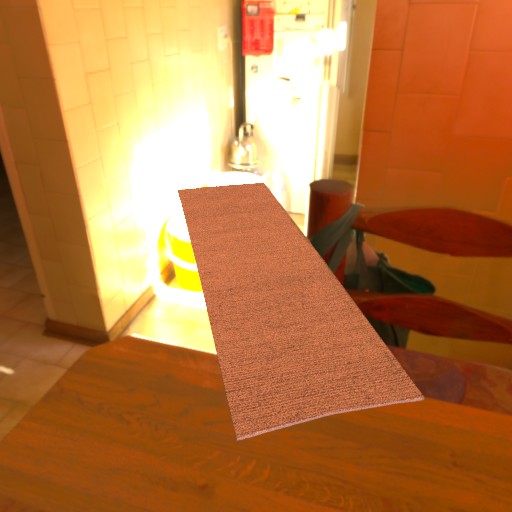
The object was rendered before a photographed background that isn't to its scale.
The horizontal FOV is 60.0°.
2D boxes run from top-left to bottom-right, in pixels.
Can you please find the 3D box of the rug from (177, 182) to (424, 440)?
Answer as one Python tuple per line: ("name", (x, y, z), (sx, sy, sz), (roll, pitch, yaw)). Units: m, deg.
("rug", (0.000, 0.000, 2.489), (0.692, 0.032, 2.320), (-7, 30, -12))
